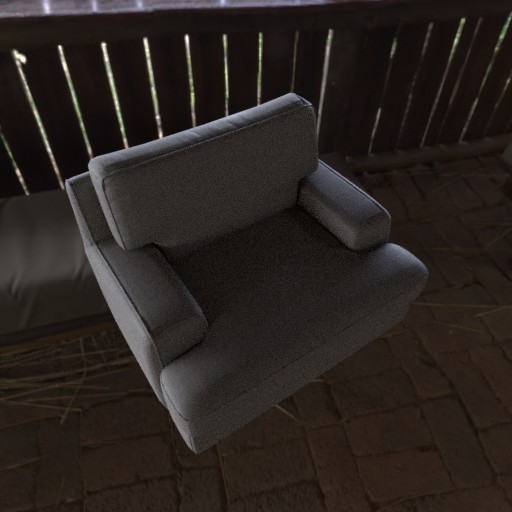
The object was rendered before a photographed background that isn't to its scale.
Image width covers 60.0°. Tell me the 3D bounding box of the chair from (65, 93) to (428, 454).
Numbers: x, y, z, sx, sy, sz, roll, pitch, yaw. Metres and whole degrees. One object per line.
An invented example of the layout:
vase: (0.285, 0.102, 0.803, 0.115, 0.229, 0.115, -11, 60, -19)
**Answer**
chair: (0.000, 0.000, 1.986, 1.270, 0.974, 1.043, -26, 52, -23)
